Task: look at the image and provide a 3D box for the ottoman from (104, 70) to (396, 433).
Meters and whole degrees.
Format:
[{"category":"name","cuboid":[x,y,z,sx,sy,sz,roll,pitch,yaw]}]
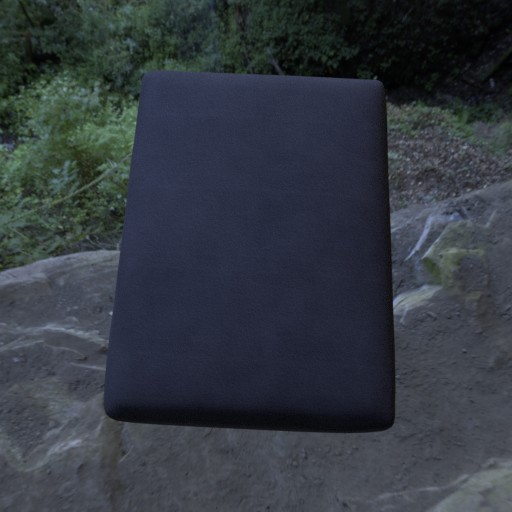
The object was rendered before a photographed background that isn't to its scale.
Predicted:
[{"category":"ottoman","cuboid":[0.000,0.000,1.105,0.574,0.497,0.773,2,76,1]}]
